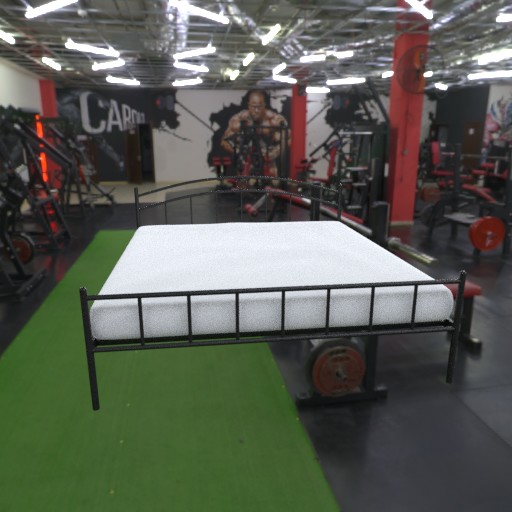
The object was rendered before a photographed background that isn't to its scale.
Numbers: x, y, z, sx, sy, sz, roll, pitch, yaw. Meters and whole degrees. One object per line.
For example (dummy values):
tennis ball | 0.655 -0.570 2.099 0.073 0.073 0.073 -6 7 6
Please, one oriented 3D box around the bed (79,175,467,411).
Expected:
bed | 0.000 0.000 3.125 1.880 0.940 2.040 -2 16 -7
